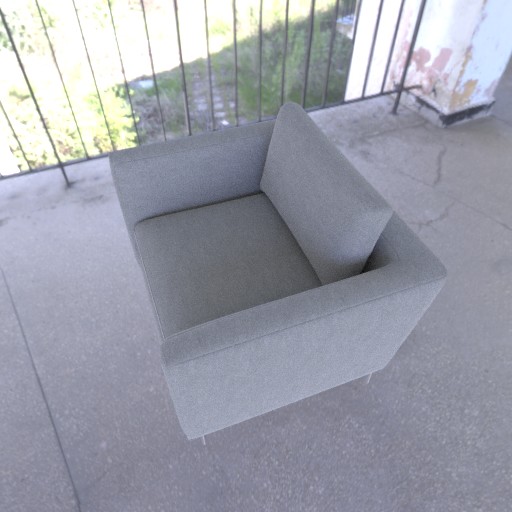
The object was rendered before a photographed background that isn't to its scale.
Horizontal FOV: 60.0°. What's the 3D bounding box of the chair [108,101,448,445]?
[{"bbox_3d":[0.000,0.000,1.725,0.889,0.864,1.041,-16,49,-14],"label":"chair"}]
